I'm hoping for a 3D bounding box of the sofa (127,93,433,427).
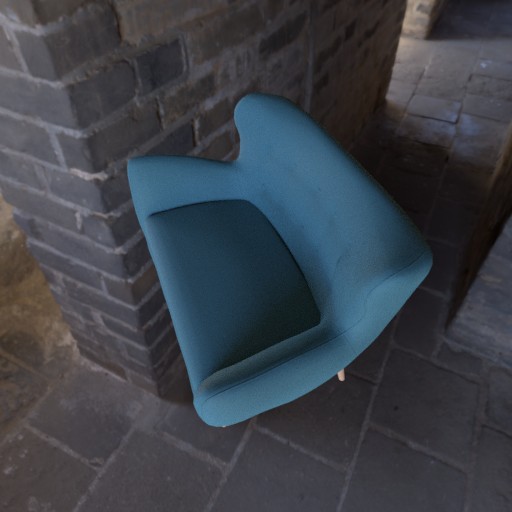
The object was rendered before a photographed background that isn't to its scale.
[{"bbox_3d":[0.000,0.000,1.981,0.889,0.889,1.397,-15,47,-15],"label":"sofa"}]
